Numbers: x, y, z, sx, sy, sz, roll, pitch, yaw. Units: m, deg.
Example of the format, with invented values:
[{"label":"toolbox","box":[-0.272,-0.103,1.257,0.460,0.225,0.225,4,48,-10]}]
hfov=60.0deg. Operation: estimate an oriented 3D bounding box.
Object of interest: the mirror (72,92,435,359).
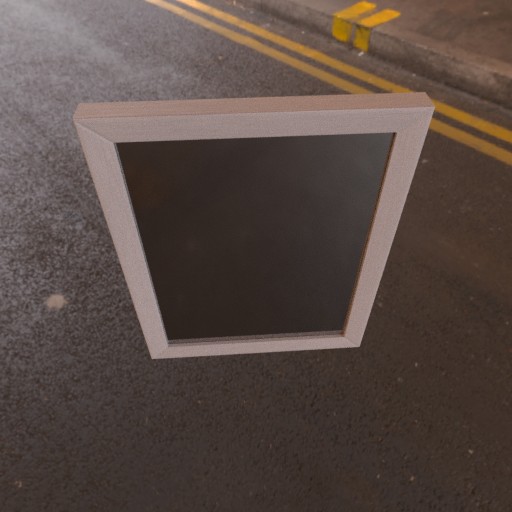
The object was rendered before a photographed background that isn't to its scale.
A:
[{"label":"mirror","box":[0.000,0.000,0.692,0.405,0.508,0.041,-3,47,-3]}]
